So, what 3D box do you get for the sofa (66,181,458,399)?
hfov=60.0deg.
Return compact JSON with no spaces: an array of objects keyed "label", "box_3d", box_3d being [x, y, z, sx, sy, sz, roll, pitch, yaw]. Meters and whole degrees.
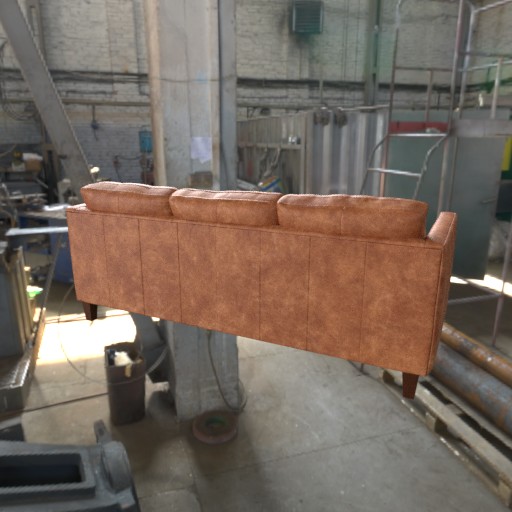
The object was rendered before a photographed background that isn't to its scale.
[{"label":"sofa","box_3d":[0.000,0.000,3.058,2.464,1.006,1.045,7,17,26]}]
